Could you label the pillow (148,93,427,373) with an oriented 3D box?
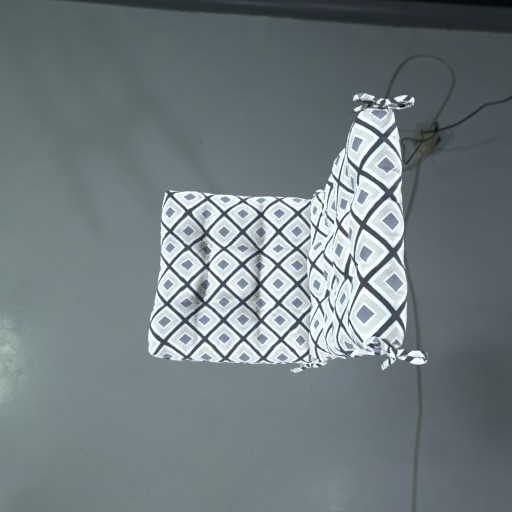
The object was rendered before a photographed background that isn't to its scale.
[{"bbox_3d":[0.000,0.000,1.032,0.571,0.605,0.519,3,75,1],"label":"pillow"}]
